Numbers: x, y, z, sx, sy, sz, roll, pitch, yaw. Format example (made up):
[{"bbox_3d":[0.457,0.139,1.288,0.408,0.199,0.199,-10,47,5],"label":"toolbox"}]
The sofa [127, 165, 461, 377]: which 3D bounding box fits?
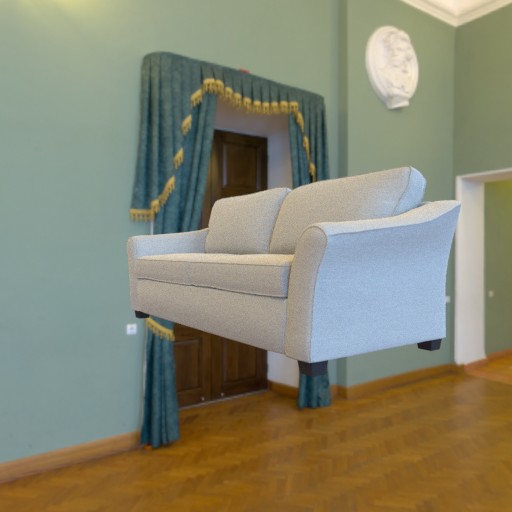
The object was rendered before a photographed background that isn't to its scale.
[{"bbox_3d":[0.000,0.000,2.863,0.980,0.965,2.270,-1,1,-36],"label":"sofa"}]
